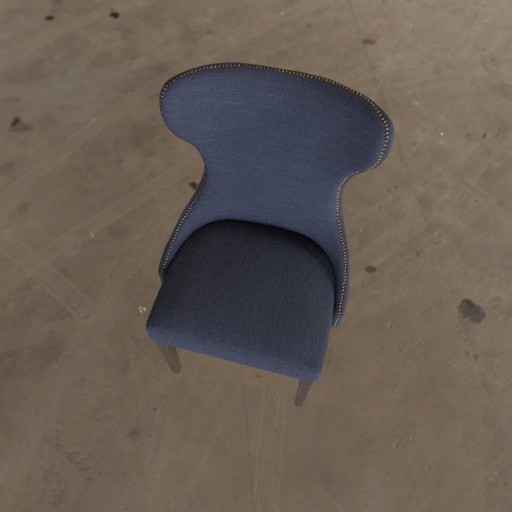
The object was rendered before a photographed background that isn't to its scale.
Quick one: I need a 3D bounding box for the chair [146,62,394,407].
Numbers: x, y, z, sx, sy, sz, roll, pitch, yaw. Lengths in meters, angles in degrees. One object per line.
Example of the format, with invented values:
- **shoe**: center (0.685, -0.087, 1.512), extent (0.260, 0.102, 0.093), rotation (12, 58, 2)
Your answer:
- **chair**: center (0.000, 0.000, 1.419), extent (0.628, 0.967, 0.635), rotation (13, 60, 8)
